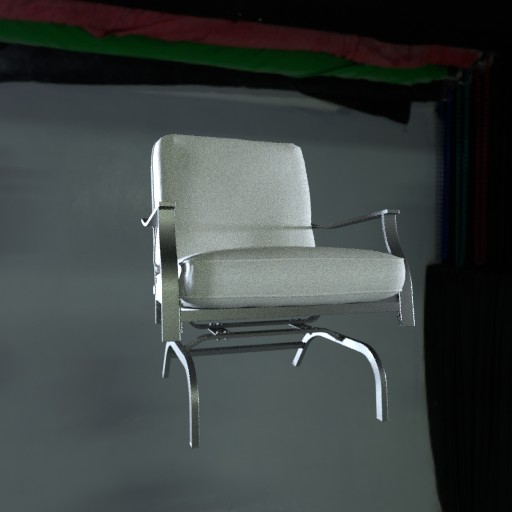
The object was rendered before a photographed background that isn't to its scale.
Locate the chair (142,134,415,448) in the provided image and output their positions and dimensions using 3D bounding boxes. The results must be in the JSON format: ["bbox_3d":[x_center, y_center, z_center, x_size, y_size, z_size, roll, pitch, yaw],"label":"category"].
[{"bbox_3d":[0.000,0.000,1.385,0.650,0.860,0.787,0,1,-18],"label":"chair"}]
